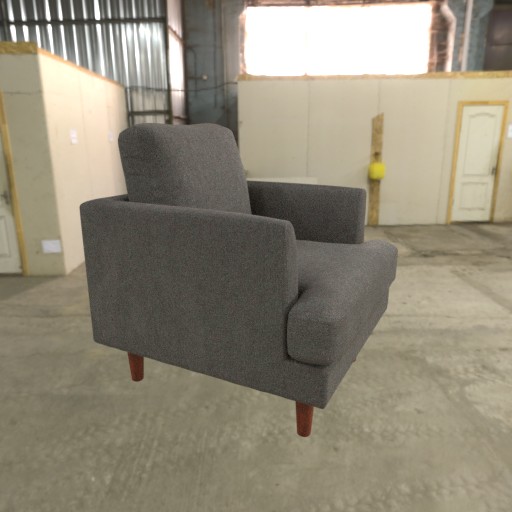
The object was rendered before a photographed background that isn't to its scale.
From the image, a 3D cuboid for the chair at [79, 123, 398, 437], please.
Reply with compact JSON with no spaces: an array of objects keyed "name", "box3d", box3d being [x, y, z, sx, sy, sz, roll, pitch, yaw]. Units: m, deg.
[{"name":"chair","box3d":[0.000,0.000,1.655,0.899,0.957,0.858,8,18,27]}]
